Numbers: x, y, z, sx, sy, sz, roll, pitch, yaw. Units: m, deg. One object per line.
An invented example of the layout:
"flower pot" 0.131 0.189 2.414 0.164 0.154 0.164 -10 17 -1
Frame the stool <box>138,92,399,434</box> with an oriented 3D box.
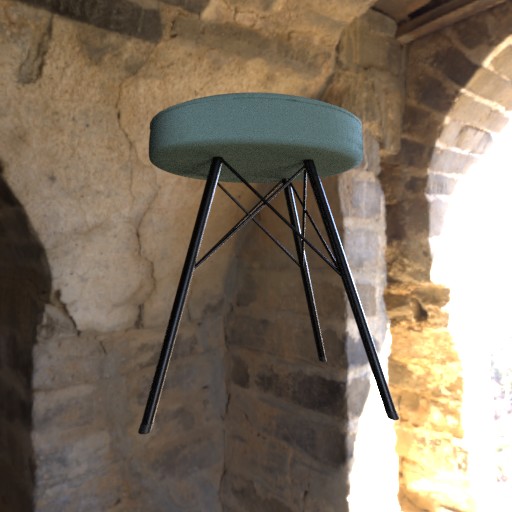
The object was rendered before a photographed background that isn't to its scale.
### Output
"stool" 0.000 0.000 0.868 0.458 0.519 0.457 0 0 0
